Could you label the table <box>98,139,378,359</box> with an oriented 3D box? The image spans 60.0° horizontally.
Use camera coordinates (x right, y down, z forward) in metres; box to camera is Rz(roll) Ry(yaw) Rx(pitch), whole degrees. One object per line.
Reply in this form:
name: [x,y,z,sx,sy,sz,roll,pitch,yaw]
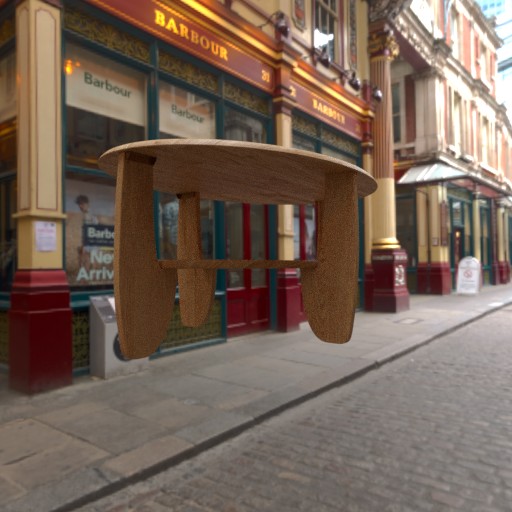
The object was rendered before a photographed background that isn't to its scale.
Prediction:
table: [0.000,0.000,1.402,0.690,0.490,1.040,-1,-2,37]
